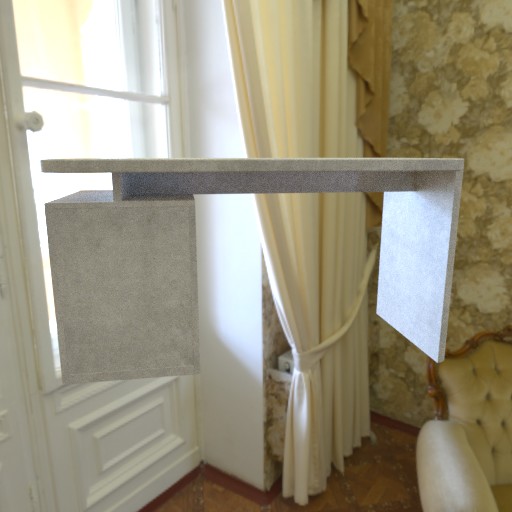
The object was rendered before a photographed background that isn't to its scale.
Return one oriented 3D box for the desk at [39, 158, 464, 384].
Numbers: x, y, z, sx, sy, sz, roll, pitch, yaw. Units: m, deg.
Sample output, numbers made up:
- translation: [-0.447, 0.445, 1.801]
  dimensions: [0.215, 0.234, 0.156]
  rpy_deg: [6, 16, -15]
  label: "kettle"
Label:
- translation: [0.000, 0.000, 1.753]
  dimensions: [1.400, 0.755, 0.550]
  rpy_deg: [-2, 13, -9]
  label: "desk"
